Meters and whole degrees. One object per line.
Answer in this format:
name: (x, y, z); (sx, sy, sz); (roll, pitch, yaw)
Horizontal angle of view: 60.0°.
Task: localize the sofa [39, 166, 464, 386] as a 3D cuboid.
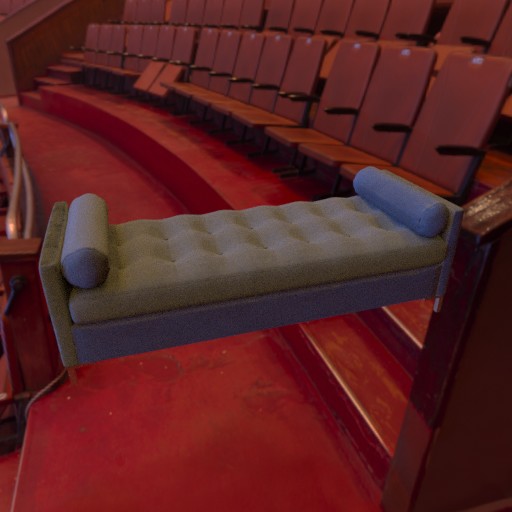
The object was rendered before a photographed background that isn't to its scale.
sofa: (0.000, 0.000, 2.509); (2.102, 0.705, 0.796); (-8, 29, -15)
